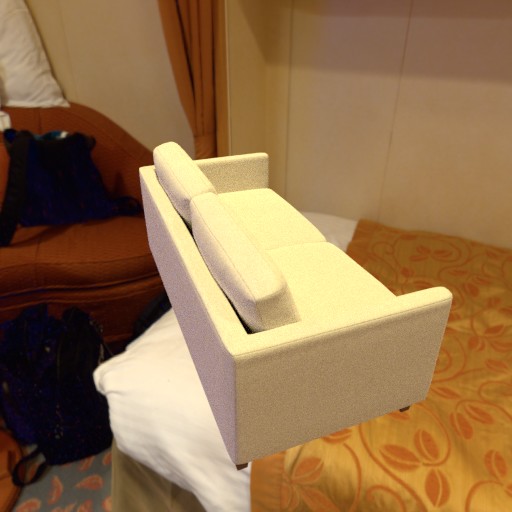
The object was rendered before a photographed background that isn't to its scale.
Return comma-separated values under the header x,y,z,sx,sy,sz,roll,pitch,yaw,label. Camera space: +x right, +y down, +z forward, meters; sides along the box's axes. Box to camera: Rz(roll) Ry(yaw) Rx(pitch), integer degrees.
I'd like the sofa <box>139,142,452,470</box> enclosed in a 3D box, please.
x,y,z,sx,sy,sz,roll,pitch,yaw,label
0.000,0.000,2.489,0.965,0.889,1.981,-11,32,-18,sofa
